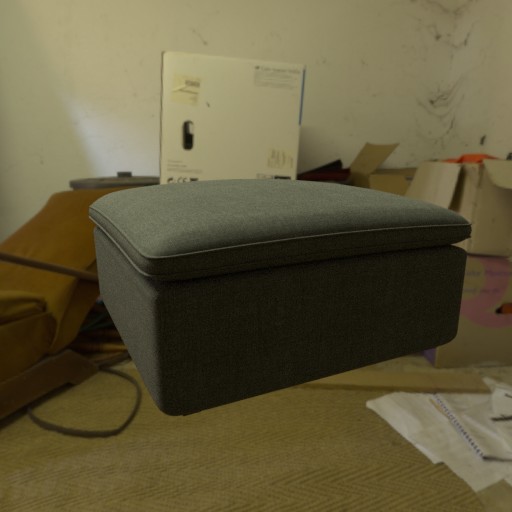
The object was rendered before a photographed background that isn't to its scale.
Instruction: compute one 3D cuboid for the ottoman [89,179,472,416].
[{"bbox_3d":[0.000,0.000,1.669,1.067,0.559,1.067,-7,15,-26],"label":"ottoman"}]
